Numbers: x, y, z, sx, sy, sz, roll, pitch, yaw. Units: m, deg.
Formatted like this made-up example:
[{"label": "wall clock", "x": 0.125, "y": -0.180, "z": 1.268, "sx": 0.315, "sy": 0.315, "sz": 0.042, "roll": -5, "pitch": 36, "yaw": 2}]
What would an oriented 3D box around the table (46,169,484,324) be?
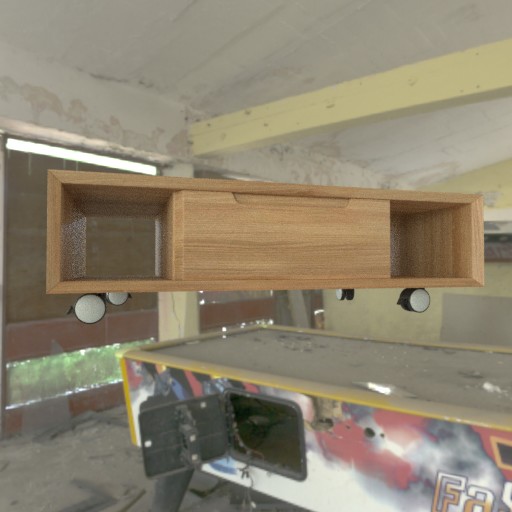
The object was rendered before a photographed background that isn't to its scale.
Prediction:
[{"label": "table", "x": 0.000, "y": 0.000, "z": 1.397, "sx": 1.100, "sy": 0.330, "sz": 0.700, "roll": 0, "pitch": -2, "yaw": -17}]
